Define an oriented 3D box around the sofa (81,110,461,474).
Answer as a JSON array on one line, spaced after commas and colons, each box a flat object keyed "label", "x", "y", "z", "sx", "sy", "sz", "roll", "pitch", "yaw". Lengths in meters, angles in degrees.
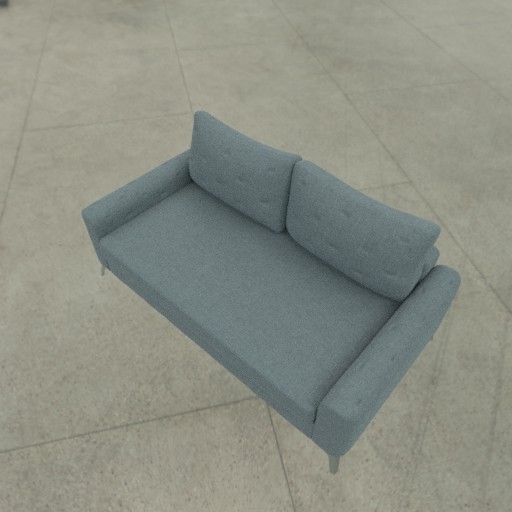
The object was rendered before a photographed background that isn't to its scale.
[{"label": "sofa", "x": 0.000, "y": 0.000, "z": 2.129, "sx": 1.650, "sy": 0.790, "sz": 0.920, "roll": 33, "pitch": 55, "yaw": 27}]
